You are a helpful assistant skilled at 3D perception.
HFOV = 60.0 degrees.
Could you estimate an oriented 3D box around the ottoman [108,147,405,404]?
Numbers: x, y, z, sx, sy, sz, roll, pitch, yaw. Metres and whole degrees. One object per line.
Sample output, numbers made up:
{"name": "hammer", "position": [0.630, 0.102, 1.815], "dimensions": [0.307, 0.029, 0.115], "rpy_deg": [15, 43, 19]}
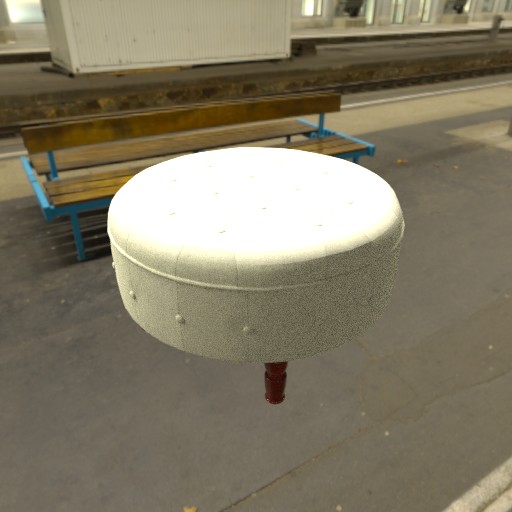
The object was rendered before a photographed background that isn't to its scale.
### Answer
{"name": "ottoman", "position": [0.000, 0.000, 1.401], "dimensions": [0.850, 0.483, 0.850], "rpy_deg": [0, 30, 0]}
